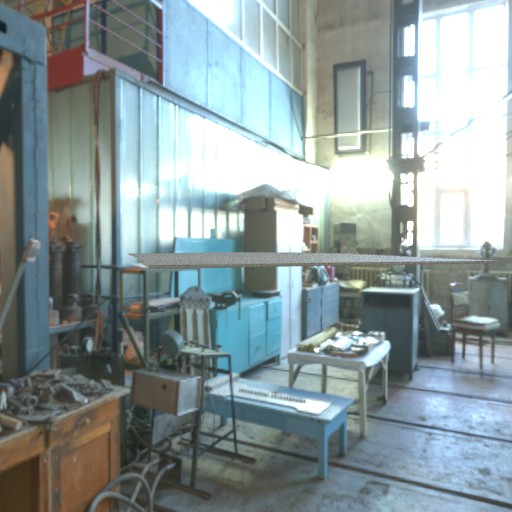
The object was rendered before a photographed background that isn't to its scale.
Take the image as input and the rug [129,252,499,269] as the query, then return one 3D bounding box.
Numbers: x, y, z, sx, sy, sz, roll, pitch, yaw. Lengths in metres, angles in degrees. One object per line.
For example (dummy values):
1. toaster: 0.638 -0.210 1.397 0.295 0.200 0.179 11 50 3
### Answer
1. rug: 0.000 0.000 2.167 1.154 0.021 1.792 0 2 -17
